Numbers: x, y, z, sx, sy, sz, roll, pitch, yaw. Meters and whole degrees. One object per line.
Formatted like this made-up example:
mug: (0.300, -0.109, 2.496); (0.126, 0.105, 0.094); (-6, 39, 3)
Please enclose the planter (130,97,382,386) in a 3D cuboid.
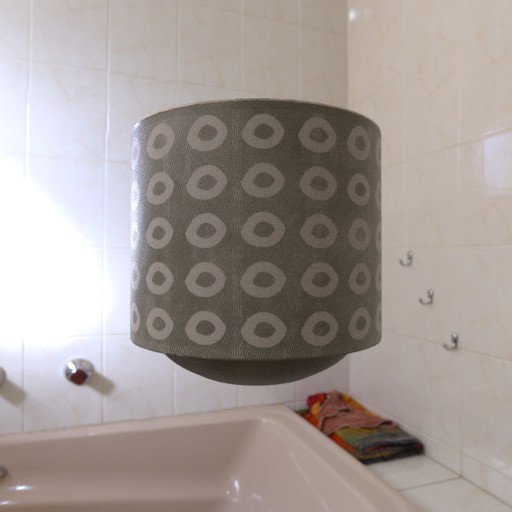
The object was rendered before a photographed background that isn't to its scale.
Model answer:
planter: (0.000, 0.000, 0.349); (0.190, 0.181, 0.190); (0, -1, 0)
